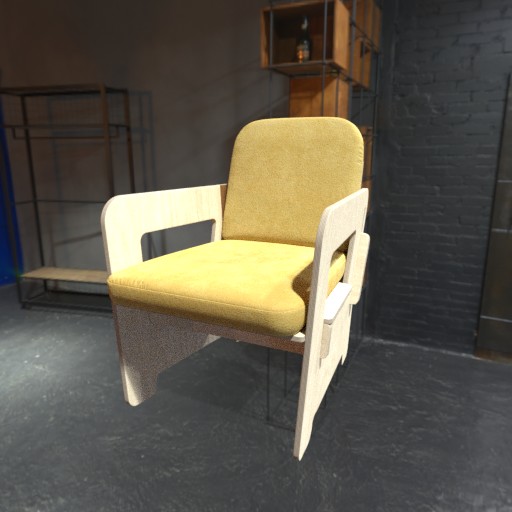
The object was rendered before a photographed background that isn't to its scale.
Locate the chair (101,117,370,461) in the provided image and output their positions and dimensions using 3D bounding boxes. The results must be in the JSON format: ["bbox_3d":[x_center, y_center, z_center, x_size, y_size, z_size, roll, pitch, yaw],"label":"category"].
[{"bbox_3d":[0.000,0.000,1.279,0.590,0.800,0.710,7,15,26],"label":"chair"}]
